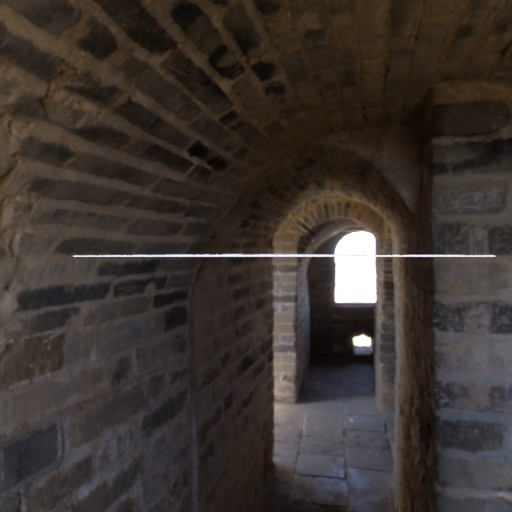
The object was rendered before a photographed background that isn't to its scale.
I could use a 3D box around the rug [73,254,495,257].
[{"bbox_3d":[0.000,0.000,3.982,2.423,0.014,3.040,0,0,-36],"label":"rug"}]
